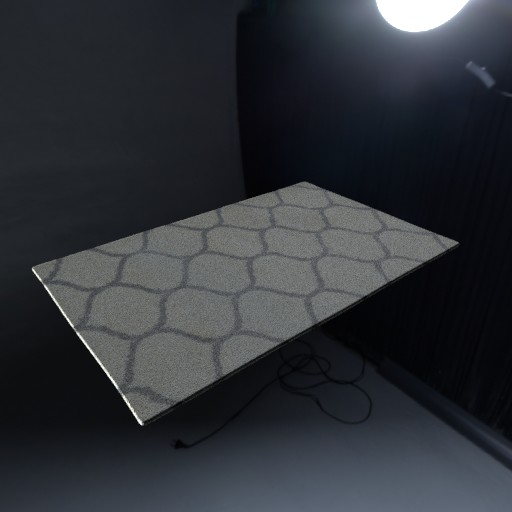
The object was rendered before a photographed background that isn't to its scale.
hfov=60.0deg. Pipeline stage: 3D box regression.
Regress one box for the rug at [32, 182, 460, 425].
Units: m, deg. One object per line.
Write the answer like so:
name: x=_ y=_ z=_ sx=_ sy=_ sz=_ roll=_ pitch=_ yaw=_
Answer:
rug: x=0.000 y=0.000 z=2.864 sx=2.348 sy=0.024 sz=1.501 roll=-22 pitch=37 yaw=-33
